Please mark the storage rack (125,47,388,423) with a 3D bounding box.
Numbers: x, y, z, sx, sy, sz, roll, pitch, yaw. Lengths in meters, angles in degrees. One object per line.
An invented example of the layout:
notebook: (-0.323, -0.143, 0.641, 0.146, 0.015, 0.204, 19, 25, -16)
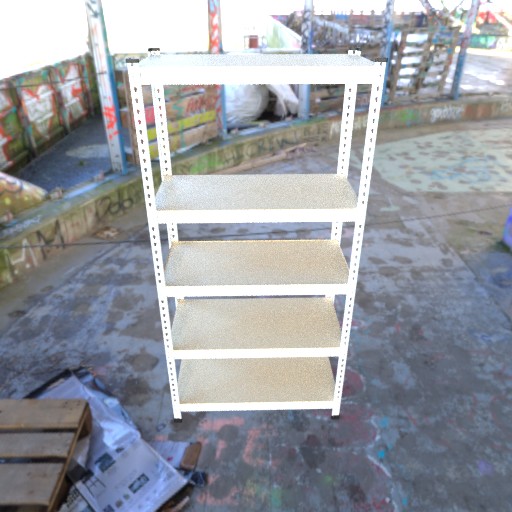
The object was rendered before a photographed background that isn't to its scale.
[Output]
storage rack: (0.000, 0.000, 2.181, 0.914, 1.829, 0.457, -1, 30, -1)
